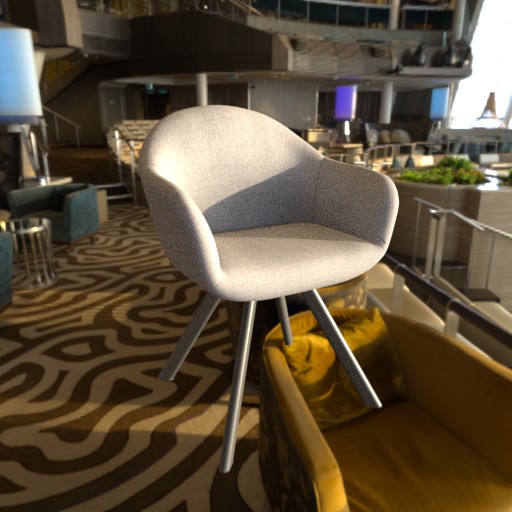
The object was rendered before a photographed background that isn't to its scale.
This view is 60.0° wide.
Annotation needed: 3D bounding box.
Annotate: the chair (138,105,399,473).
[{"bbox_3d":[0.000,0.000,1.213,0.590,0.795,0.550,-10,19,-29],"label":"chair"}]
